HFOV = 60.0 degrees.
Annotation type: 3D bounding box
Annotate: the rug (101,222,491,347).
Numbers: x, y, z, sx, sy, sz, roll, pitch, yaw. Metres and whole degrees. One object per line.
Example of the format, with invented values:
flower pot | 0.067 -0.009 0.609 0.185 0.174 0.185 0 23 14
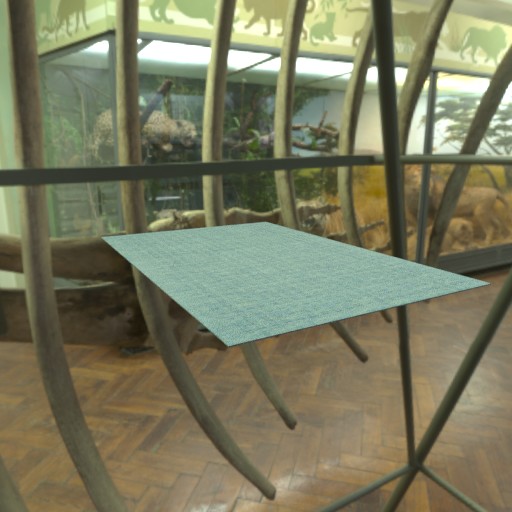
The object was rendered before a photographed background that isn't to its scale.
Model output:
rug | 0.000 0.000 2.911 1.522 0.006 2.286 -8 16 -29
